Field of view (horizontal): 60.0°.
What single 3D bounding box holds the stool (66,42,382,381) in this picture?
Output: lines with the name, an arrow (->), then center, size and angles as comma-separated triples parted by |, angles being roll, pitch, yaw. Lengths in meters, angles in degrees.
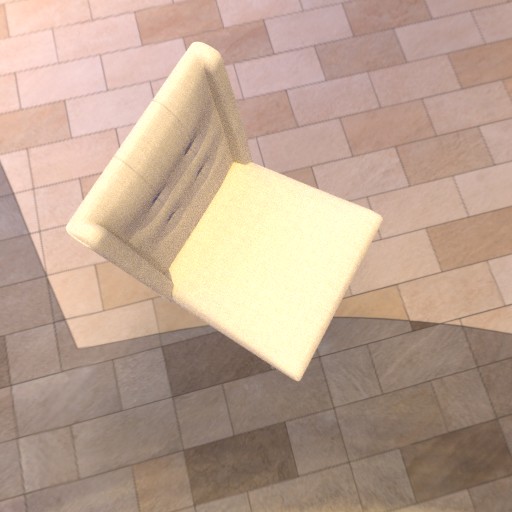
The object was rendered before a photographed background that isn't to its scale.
stool -> 0.000, 0.000, 1.207 | 0.509, 0.939, 0.474 | 29, 78, 7
